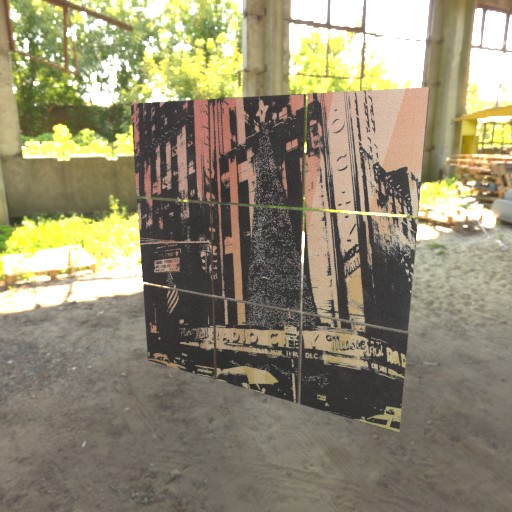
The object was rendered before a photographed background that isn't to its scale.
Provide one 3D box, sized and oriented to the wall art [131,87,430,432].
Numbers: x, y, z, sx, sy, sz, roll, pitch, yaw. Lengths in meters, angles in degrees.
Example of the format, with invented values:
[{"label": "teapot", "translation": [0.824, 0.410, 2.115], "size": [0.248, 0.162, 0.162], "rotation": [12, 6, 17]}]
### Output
[{"label": "wall art", "translation": [0.000, 0.000, 1.349], "size": [0.919, 0.917, 0.010], "rotation": [7, 16, 27]}]
